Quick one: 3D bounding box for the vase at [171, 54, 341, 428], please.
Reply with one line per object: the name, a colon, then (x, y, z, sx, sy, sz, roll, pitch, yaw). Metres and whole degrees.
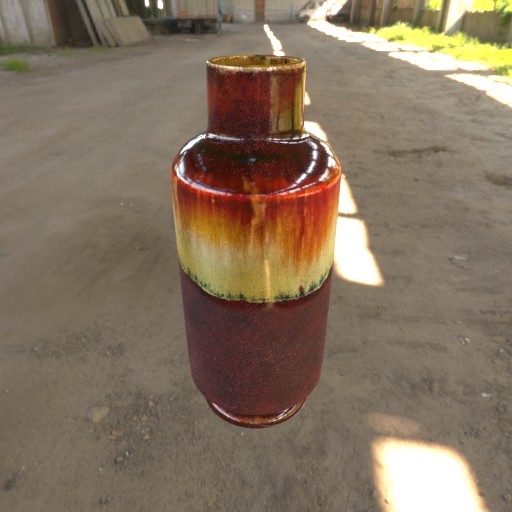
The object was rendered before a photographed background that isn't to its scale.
vase: (0.000, 0.000, 0.320, 0.111, 0.261, 0.111, 0, 30, 0)
